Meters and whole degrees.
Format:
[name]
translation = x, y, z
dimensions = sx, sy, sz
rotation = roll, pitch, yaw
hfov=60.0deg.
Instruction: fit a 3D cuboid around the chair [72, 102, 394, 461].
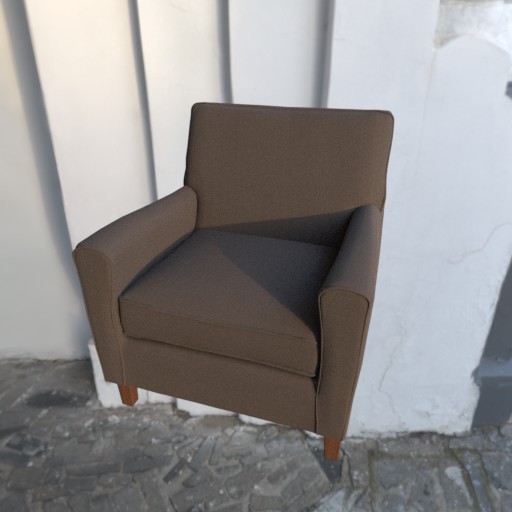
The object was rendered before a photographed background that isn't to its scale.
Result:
[chair]
translation = 0.000, 0.000, 1.553
dimensions = 0.836, 0.911, 0.831
rotation = 8, 28, 16
